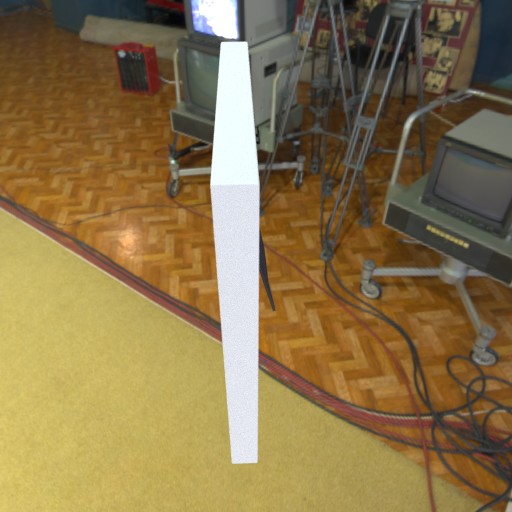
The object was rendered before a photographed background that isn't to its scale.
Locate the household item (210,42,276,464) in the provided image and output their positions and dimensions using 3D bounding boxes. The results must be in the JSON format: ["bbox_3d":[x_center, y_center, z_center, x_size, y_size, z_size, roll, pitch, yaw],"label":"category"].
[{"bbox_3d":[0.000,0.000,0.336,0.045,0.250,0.200,-1,41,-2],"label":"household item"}]
